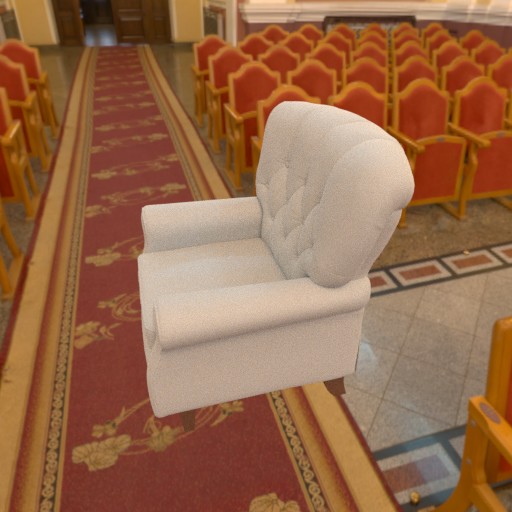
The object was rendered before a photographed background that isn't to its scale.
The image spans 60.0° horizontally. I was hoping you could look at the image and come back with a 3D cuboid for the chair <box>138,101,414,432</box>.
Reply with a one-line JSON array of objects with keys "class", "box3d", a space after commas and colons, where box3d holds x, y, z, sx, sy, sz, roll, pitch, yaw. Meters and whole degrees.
[{"class": "chair", "box3d": [0.000, 0.000, 2.074, 1.128, 1.217, 1.090, -8, 33, -13]}]
